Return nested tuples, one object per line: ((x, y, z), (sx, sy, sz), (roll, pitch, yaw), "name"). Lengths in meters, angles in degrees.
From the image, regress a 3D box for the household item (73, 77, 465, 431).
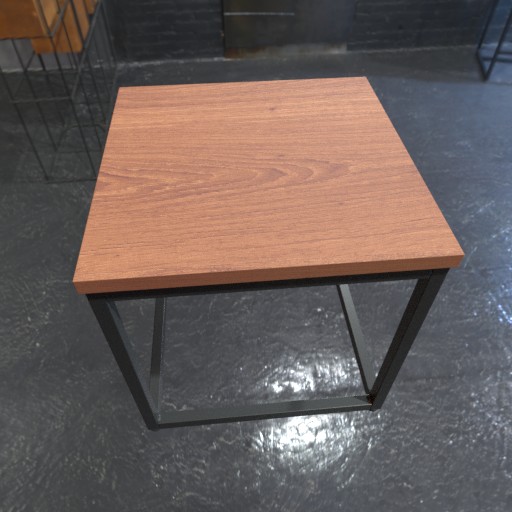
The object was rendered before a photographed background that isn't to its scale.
((0.000, 0.000, 0.731), (0.400, 0.400, 0.400), (-4, 48, -4), "household item")
